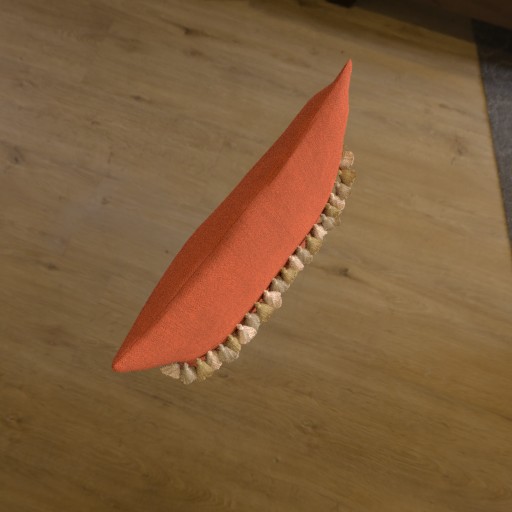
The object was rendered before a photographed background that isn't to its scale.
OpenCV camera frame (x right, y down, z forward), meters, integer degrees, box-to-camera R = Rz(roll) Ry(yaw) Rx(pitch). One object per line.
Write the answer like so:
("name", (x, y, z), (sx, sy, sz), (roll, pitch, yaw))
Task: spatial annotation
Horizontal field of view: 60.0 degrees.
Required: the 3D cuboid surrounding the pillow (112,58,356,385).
("pillow", (0.000, 0.000, 0.738), (0.165, 0.482, 0.490), (35, 78, 8))
